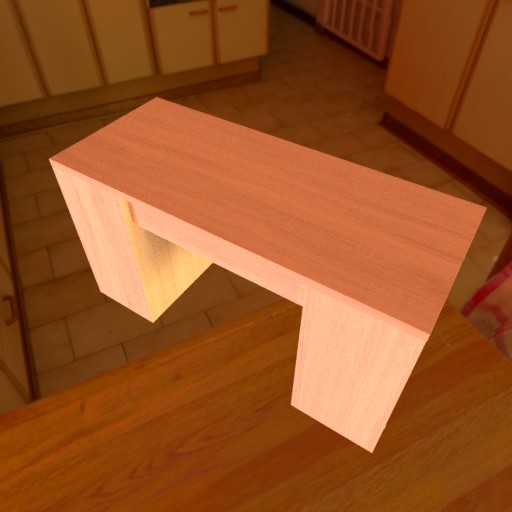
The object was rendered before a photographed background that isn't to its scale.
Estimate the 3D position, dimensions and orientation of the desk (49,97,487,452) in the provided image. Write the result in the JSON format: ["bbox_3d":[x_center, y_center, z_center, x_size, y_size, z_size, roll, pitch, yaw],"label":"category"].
[{"bbox_3d":[0.000,0.000,1.767,1.390,0.740,0.600,25,51,22],"label":"desk"}]
